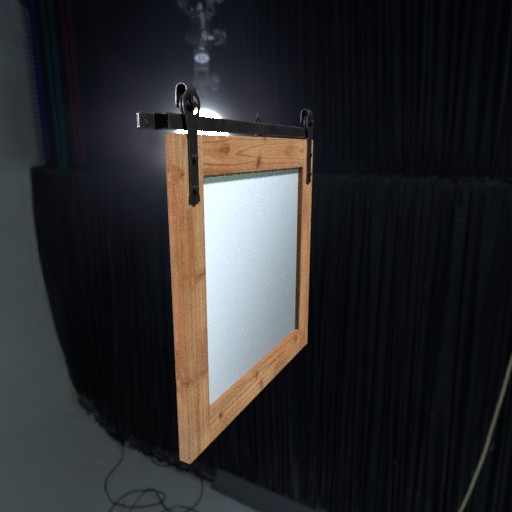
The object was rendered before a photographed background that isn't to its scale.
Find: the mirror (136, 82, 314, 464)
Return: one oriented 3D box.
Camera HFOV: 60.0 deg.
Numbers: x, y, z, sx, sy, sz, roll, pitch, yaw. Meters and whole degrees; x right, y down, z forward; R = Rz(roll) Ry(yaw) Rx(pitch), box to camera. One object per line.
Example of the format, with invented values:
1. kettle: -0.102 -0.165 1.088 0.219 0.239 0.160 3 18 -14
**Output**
1. mirror: 0.000 0.000 1.192 0.054 0.800 0.805 7 15 27
